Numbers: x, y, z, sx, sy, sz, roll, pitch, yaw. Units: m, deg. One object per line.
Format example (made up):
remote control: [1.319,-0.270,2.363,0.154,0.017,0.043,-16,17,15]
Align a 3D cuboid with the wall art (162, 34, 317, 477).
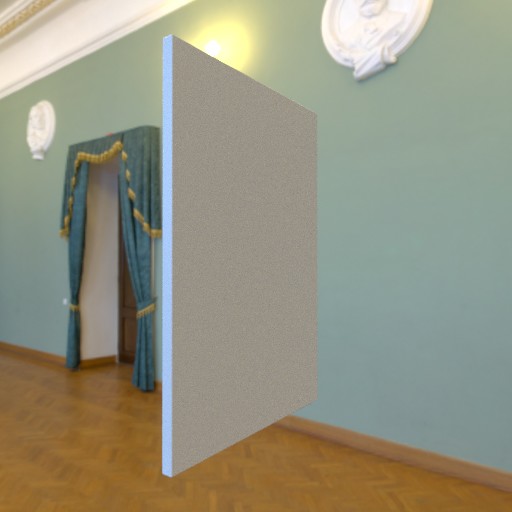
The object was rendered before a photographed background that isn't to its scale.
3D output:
wall art: [0.000,0.000,1.042,0.026,0.813,0.556,0,0,36]
